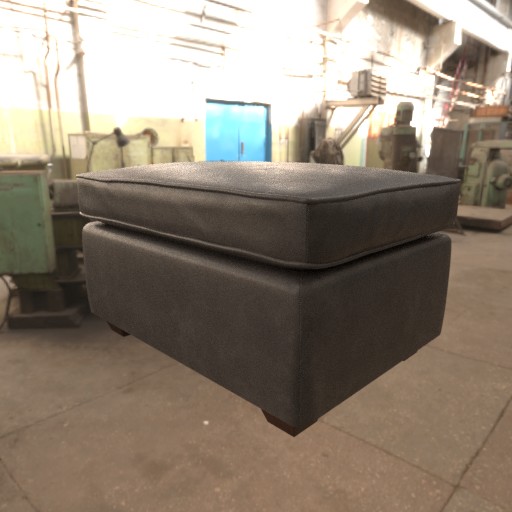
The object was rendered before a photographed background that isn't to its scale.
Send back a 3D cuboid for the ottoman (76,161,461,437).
[{"bbox_3d":[0.000,0.000,1.073,0.554,0.445,0.756,-13,19,-43],"label":"ottoman"}]
